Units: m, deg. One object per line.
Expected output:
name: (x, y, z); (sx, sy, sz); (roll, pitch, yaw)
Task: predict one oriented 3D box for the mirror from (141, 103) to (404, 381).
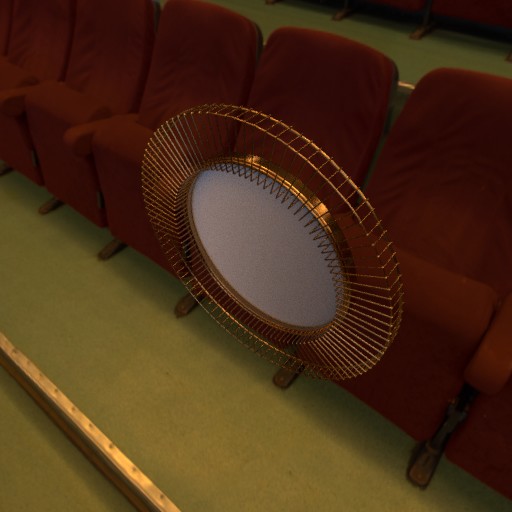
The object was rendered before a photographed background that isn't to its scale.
mirror: (0.000, 0.000, 1.027); (0.703, 0.703, 0.067); (29, 52, 26)
